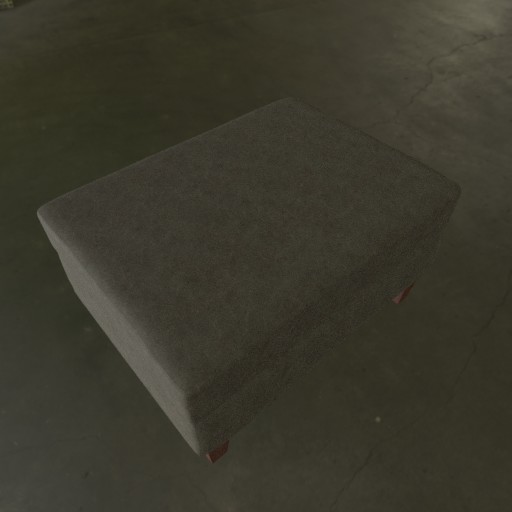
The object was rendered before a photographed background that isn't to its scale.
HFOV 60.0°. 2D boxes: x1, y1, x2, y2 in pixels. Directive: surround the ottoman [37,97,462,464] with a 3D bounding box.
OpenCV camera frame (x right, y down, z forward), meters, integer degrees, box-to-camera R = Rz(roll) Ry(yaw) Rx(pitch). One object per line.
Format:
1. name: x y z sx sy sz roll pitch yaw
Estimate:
1. ottoman: 0.000 0.000 1.202 0.839 0.464 0.639 -32 55 -27
